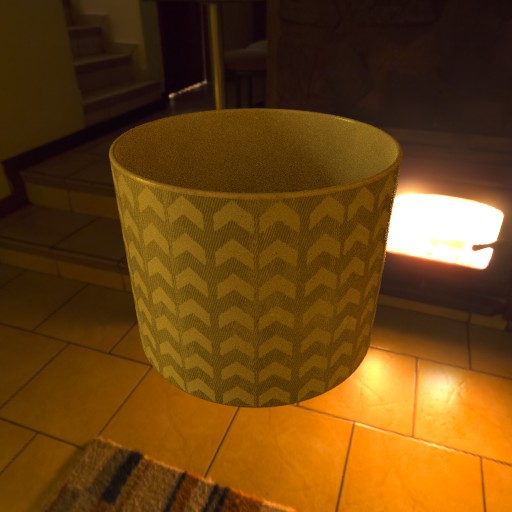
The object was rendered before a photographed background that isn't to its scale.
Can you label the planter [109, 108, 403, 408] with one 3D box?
[{"bbox_3d":[0.000,0.000,0.452,0.250,0.239,0.250,0,31,0],"label":"planter"}]
